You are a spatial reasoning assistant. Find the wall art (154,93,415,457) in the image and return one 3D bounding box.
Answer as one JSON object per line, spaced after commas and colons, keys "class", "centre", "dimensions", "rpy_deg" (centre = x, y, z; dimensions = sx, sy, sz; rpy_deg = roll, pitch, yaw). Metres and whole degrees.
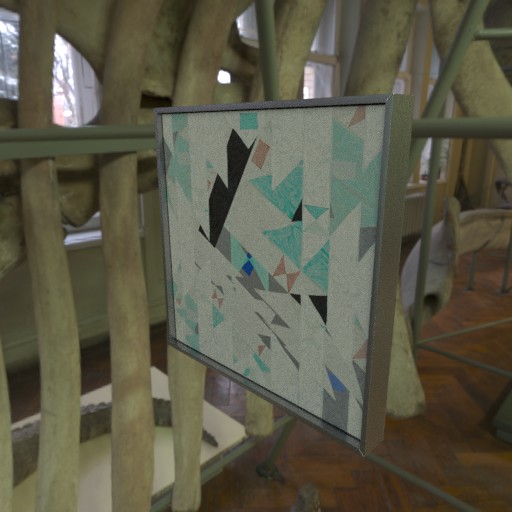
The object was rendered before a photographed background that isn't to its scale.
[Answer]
{"class": "wall art", "centre": [0.000, 0.000, 0.536], "dimensions": [0.350, 0.350, 0.038], "rpy_deg": [15, 22, 43]}
